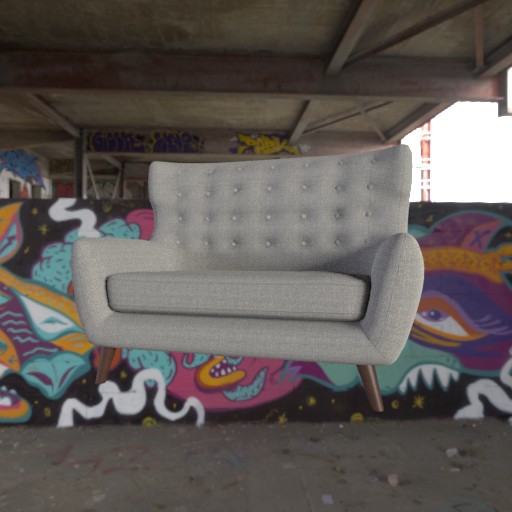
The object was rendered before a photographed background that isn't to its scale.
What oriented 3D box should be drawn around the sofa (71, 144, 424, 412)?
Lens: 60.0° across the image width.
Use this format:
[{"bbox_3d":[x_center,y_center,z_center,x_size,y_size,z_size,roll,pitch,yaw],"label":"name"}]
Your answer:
[{"bbox_3d":[0.000,0.000,1.996,1.386,1.028,0.884,0,0,17],"label":"sofa"}]
